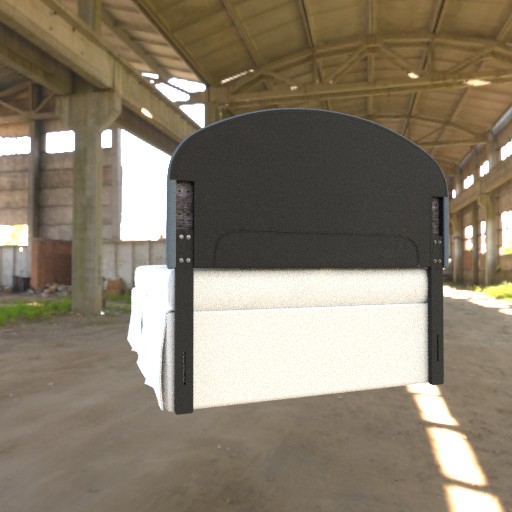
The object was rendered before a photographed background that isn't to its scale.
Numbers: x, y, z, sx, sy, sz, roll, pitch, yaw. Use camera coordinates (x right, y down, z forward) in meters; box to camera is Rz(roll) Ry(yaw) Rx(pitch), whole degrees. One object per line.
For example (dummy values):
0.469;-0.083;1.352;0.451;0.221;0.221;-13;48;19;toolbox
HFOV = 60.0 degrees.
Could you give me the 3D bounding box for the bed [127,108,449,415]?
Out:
0.000;0.000;3.095;1.607;1.410;2.005;0;-1;-20;bed
